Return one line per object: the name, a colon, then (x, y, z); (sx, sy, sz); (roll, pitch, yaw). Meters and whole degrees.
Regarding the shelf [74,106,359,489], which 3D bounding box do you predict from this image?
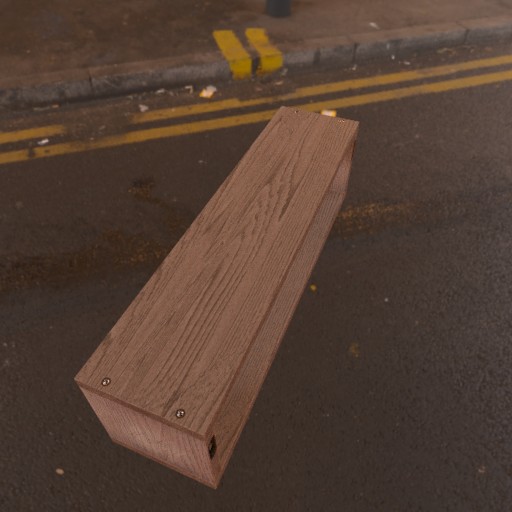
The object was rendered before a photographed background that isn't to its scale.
shelf: (0.000, 0.000, 0.690); (0.150, 0.170, 0.610); (17, 49, 15)
